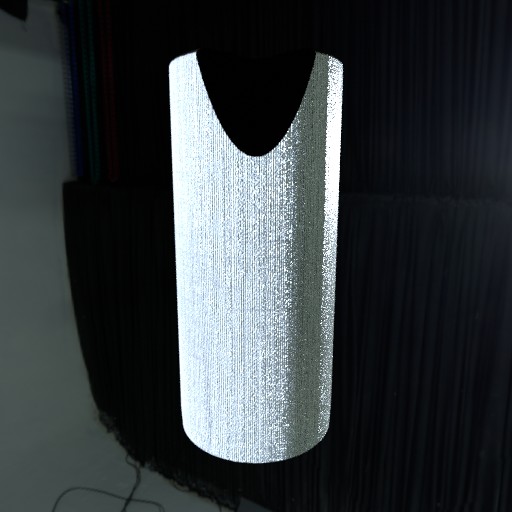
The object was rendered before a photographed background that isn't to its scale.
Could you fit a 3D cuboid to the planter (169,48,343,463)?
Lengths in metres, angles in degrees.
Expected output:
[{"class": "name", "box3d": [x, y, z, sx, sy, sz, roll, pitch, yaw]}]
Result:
[{"class": "planter", "box3d": [0.000, 0.000, 0.128, 0.045, 0.103, 0.045, 6, 13, 27]}]
